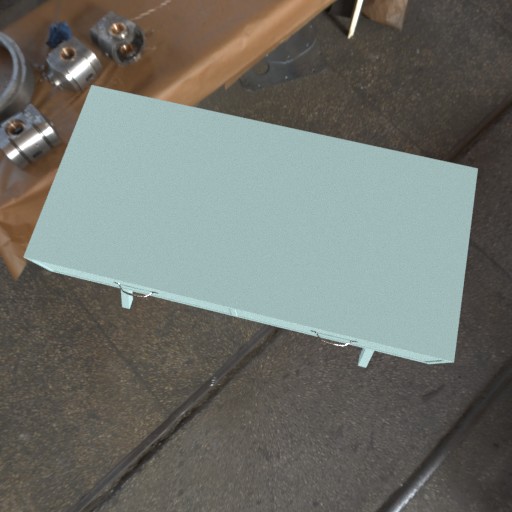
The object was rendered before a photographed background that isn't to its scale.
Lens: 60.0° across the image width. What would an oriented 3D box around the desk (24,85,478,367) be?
[{"bbox_3d":[0.000,0.000,1.492,1.057,0.780,0.525,13,75,4],"label":"desk"}]
